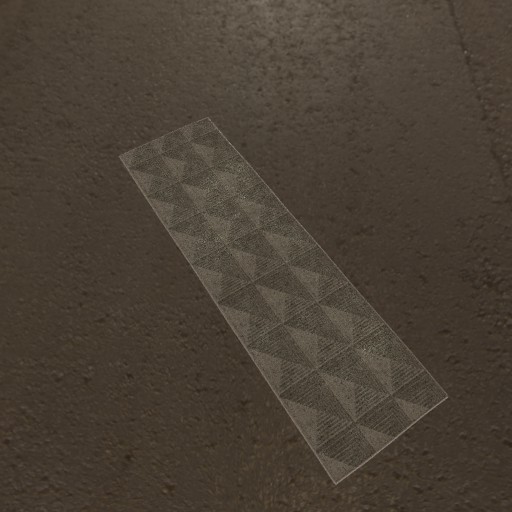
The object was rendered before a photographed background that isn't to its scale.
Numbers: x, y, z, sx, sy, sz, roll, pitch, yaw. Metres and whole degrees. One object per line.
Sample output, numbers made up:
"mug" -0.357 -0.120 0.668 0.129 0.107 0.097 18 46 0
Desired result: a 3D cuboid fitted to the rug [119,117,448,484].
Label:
"rug" 0.000 0.000 2.363 0.645 0.015 2.182 -29 62 -17
